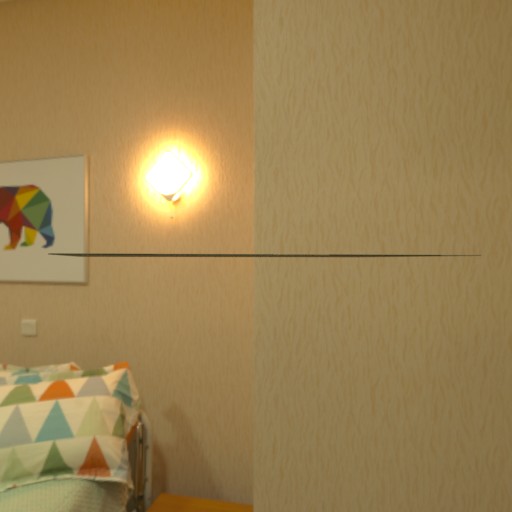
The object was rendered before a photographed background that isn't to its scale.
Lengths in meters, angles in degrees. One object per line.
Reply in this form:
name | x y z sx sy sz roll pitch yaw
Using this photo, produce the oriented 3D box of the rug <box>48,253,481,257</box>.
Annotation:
rug | 0.000 0.000 3.081 2.420 0.005 1.528 0 -1 -17
